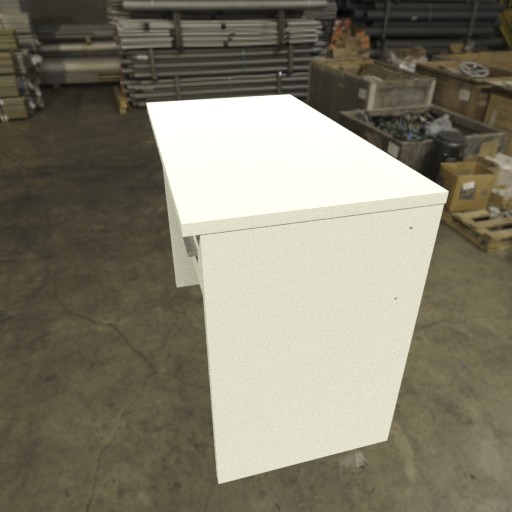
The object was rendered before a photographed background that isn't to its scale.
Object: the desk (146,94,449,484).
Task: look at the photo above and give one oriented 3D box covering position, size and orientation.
[{"bbox_3d":[0.000,0.000,1.329,0.498,0.729,0.900,-8,32,-13],"label":"desk"}]
